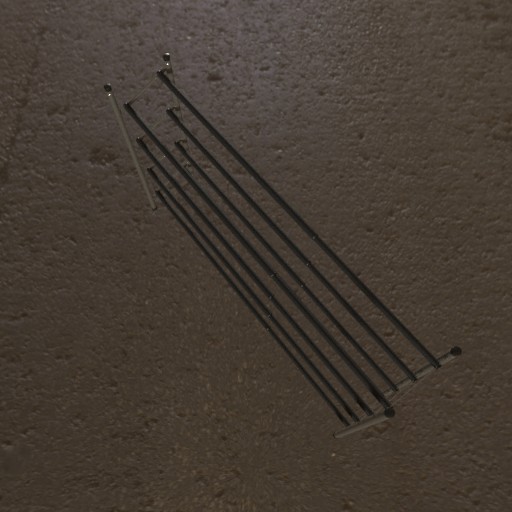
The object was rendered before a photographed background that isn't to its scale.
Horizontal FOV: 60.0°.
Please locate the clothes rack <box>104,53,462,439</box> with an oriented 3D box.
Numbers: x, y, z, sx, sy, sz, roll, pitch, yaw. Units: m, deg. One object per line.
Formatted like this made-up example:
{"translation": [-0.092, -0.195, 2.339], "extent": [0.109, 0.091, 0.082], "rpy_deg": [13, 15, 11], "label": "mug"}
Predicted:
{"translation": [0.000, 0.000, 1.424], "extent": [0.229, 0.672, 1.168], "rpy_deg": [-35, 69, -16], "label": "clothes rack"}
